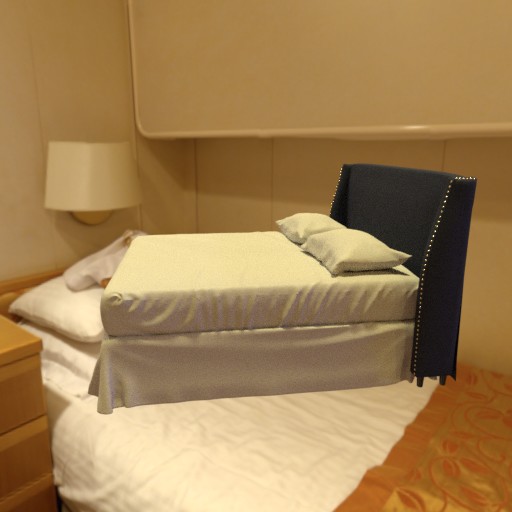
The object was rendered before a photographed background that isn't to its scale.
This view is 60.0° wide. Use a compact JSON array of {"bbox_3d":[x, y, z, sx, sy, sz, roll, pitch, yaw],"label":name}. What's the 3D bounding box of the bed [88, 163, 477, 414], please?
[{"bbox_3d":[0.000,0.000,3.396,2.276,1.332,1.925,-2,14,-8],"label":"bed"}]
